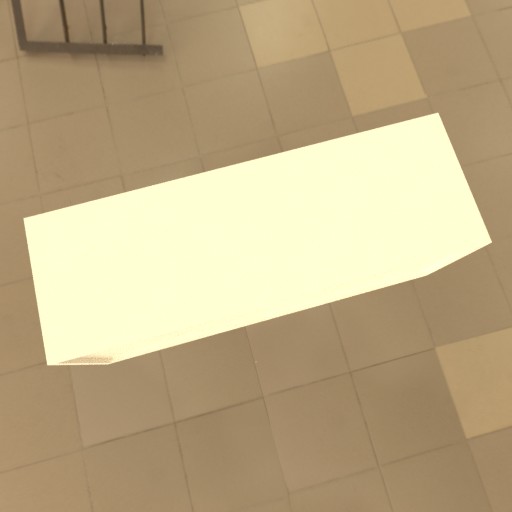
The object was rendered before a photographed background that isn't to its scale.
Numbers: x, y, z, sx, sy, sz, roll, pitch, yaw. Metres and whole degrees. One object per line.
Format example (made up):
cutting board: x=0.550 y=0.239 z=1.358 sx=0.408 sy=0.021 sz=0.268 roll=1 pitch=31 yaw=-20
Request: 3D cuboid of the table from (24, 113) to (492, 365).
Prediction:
table: x=0.000 y=0.000 z=1.870 sx=1.500 sy=0.769 sz=0.508 roll=-15 pitch=77 yaw=-4
